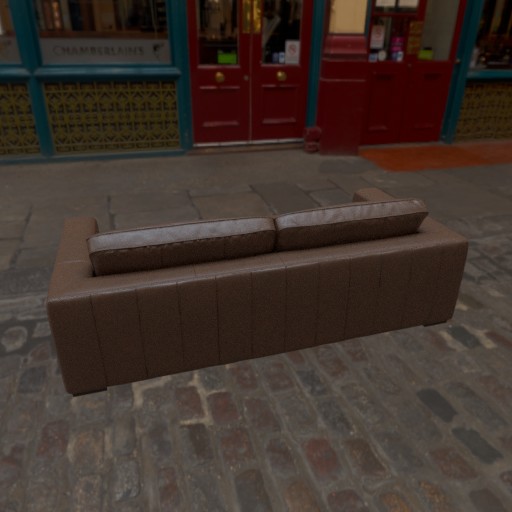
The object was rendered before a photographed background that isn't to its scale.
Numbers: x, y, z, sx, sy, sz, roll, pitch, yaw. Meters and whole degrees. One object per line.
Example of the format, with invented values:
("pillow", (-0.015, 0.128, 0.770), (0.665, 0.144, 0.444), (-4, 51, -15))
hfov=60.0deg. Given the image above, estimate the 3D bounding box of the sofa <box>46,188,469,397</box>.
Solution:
("sofa", (0.000, 0.000, 2.750), (2.262, 0.801, 1.070), (-8, 27, -15))
